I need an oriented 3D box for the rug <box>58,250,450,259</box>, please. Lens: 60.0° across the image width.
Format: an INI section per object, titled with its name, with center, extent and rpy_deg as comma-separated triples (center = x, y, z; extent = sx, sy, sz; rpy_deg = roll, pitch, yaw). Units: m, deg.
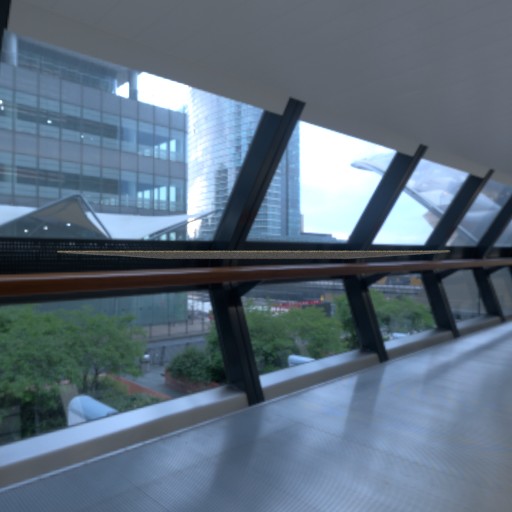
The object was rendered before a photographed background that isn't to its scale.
[rug]
center = 0.000, 0.000, 4.347
extent = 2.437, 0.014, 3.201
rpy_deg = 0, -1, 1
